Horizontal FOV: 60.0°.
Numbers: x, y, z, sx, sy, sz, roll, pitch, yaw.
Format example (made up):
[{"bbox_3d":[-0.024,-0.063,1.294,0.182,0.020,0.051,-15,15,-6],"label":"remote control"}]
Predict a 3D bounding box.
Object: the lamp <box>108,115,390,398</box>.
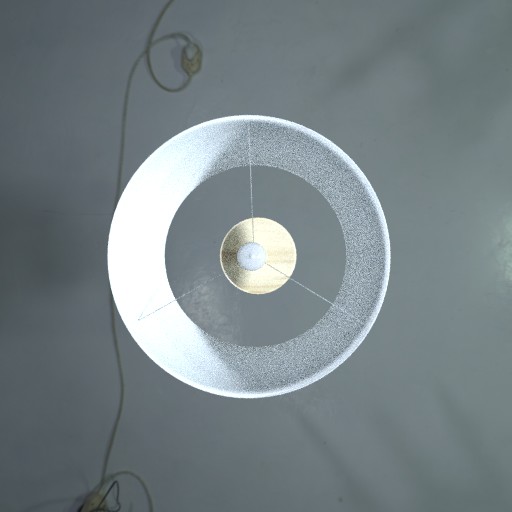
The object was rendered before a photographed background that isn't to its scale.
[{"bbox_3d":[0.000,0.000,0.589,0.229,0.470,0.229,0,90,2],"label":"lamp"}]
